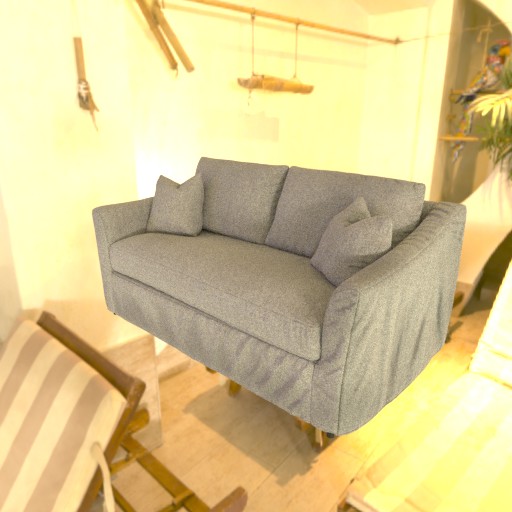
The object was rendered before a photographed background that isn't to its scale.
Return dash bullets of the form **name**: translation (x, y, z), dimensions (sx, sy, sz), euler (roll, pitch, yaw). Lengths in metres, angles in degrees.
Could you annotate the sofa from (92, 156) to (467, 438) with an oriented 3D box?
- **sofa**: translation (0.000, 0.000, 2.647), dimensions (2.010, 1.018, 1.072), euler (16, 24, 41)
